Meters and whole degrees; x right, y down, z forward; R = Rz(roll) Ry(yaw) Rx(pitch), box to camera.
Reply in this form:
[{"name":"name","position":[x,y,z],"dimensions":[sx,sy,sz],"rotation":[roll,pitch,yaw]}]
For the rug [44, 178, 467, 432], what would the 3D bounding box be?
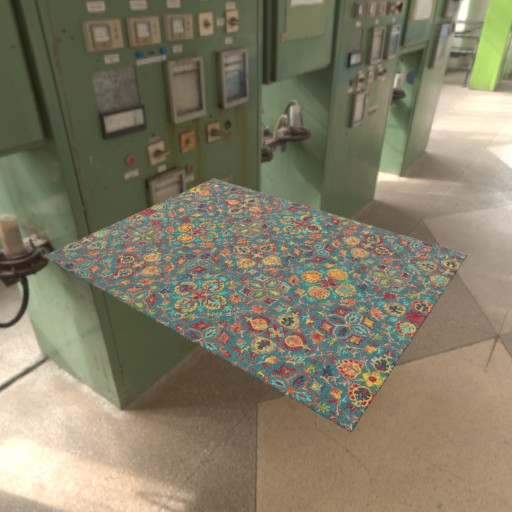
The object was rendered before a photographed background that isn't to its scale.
[{"name":"rug","position":[0.000,0.000,4.197],"dimensions":[3.204,0.025,2.434],"rotation":[22,38,31]}]
